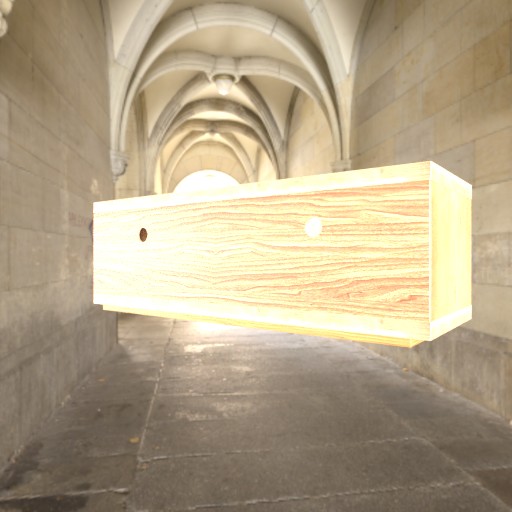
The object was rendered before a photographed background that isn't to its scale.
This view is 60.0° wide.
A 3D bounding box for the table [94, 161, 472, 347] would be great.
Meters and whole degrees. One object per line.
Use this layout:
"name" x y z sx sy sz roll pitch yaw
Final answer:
"table" 0.000 0.000 1.789 1.499 0.491 0.499 0 0 37
